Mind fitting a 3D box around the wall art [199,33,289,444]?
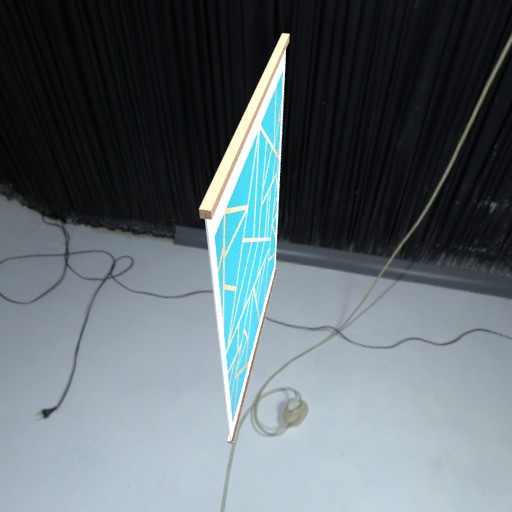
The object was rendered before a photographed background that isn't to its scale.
[{"bbox_3d":[0.000,0.000,0.809,0.012,0.608,0.459,9,47,9],"label":"wall art"}]
